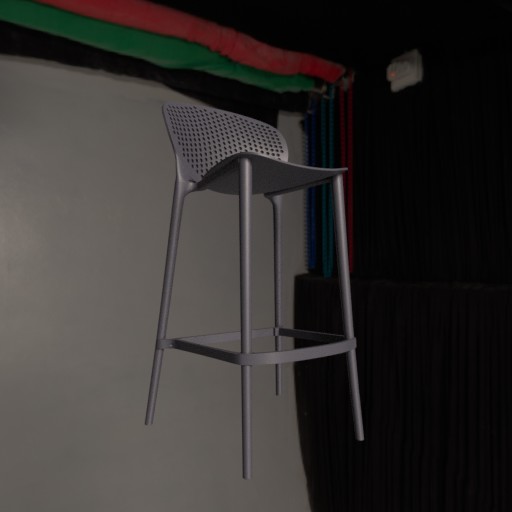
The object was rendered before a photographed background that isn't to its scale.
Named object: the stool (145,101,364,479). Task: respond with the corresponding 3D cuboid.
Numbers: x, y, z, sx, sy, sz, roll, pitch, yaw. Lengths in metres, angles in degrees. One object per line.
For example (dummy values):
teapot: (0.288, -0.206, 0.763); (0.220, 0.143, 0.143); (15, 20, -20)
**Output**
stool: (0.000, 0.000, 1.347); (0.536, 1.045, 0.535); (0, -1, -35)
